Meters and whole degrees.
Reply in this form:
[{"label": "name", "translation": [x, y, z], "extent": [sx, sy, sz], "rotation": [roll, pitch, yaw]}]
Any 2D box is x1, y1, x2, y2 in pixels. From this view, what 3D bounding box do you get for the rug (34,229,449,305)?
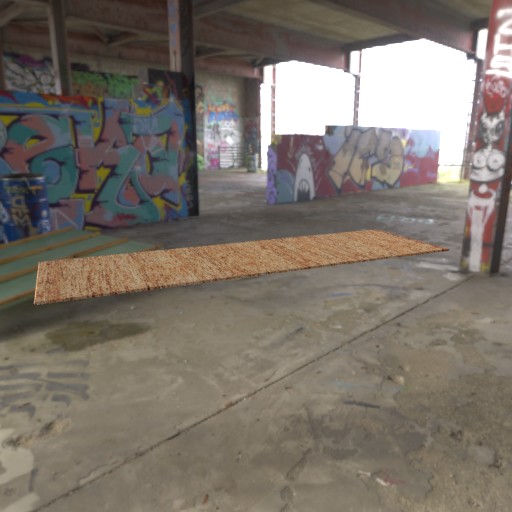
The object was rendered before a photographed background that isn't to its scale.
[{"label": "rug", "translation": [0.000, 0.000, 2.507], "extent": [2.237, 0.014, 0.680], "rotation": [-6, 16, -23]}]
